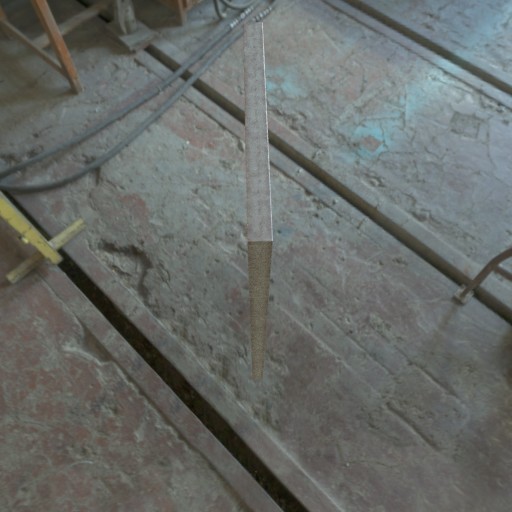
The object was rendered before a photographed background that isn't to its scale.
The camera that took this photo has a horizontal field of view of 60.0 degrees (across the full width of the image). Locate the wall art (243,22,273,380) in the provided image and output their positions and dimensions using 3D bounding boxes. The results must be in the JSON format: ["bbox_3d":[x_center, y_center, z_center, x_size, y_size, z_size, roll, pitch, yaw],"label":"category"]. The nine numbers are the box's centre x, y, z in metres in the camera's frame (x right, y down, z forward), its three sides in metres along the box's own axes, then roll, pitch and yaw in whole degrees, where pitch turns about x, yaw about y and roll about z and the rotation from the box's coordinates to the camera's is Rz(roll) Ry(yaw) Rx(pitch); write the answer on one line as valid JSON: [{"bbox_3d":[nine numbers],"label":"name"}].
[{"bbox_3d":[0.000,0.000,1.673,0.051,1.461,0.648,-1,64,-1],"label":"wall art"}]
